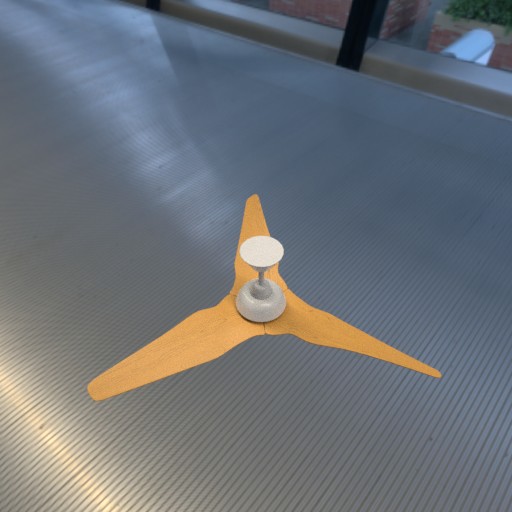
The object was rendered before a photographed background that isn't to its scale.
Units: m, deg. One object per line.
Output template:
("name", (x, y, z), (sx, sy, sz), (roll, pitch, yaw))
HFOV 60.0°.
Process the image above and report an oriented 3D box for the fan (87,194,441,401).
("fan", (0.000, 0.000, 1.680), (1.142, 0.355, 1.010), (-3, 45, -3))
